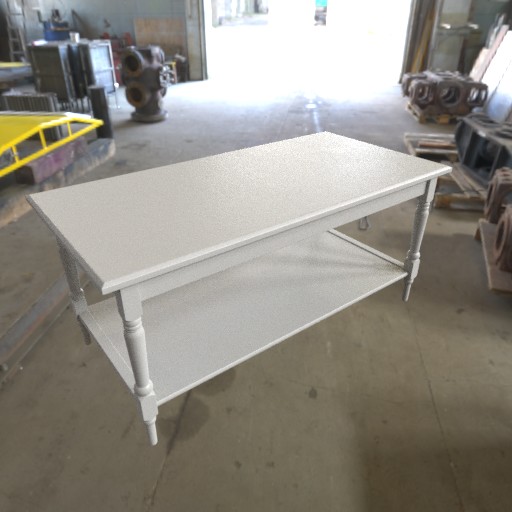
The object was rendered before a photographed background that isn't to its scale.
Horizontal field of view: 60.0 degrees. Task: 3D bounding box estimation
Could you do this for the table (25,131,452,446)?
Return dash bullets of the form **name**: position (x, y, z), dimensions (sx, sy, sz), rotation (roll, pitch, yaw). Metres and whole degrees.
- **table**: position (0.000, 0.000, 1.392), dimensions (1.109, 0.506, 0.551), rotation (-21, 36, -32)
